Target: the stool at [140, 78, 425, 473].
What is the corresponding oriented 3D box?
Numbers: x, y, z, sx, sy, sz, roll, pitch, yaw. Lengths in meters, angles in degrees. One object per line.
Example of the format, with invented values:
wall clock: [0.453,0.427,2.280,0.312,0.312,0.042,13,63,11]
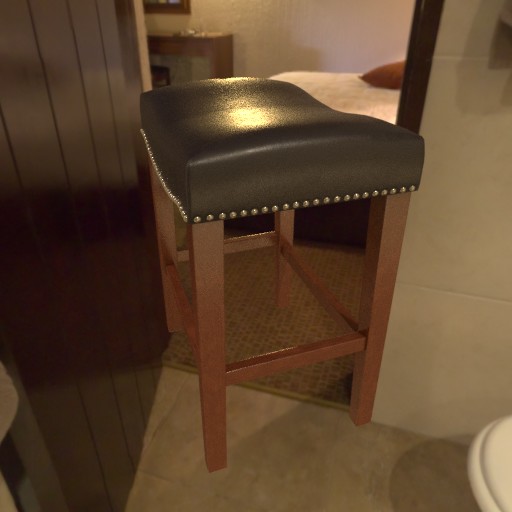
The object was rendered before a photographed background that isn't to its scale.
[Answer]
stool: [0.000,0.000,0.947,0.372,0.654,0.504,-10,32,-17]
